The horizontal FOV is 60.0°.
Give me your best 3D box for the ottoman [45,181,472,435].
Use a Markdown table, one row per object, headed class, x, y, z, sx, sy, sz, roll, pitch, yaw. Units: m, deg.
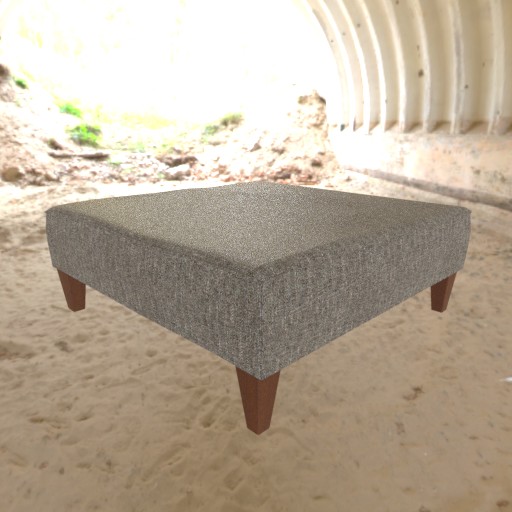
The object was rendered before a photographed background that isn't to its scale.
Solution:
| class | x | y | z | sx | sy | sz | roll | pitch | yaw |
| --- | --- | --- | --- | --- | --- | --- | --- | --- | --- |
| ottoman | 0.000 | 0.000 | 1.467 | 0.981 | 0.379 | 1.016 | -16 | 23 | -43 |
